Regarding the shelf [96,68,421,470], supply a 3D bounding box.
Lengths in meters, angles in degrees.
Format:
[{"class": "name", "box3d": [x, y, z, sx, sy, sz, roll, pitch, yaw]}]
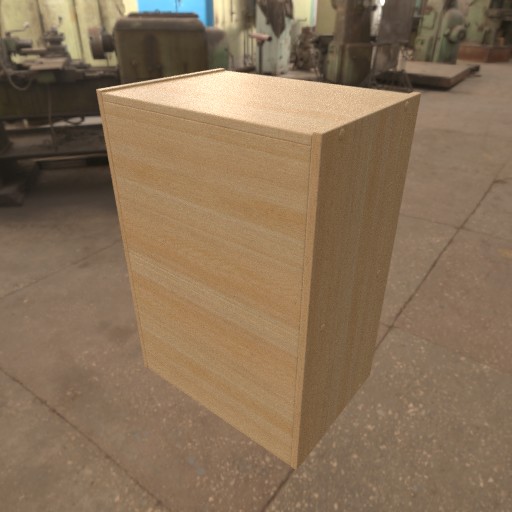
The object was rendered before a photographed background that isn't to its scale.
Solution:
[{"class": "shelf", "box3d": [0.000, 0.000, 0.835, 0.414, 0.592, 0.290, 22, 37, 32]}]
